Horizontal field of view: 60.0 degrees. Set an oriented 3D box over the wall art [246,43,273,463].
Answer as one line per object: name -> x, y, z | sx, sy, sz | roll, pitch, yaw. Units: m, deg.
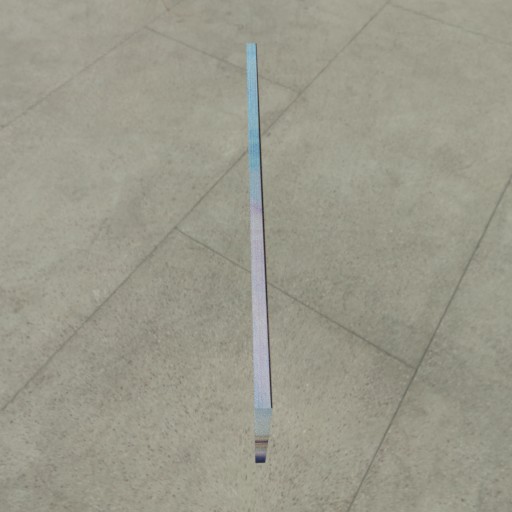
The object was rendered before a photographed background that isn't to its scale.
wall art -> 0.000, 0.000, 0.766 | 0.018, 0.402, 0.604 | -1, 58, -1
